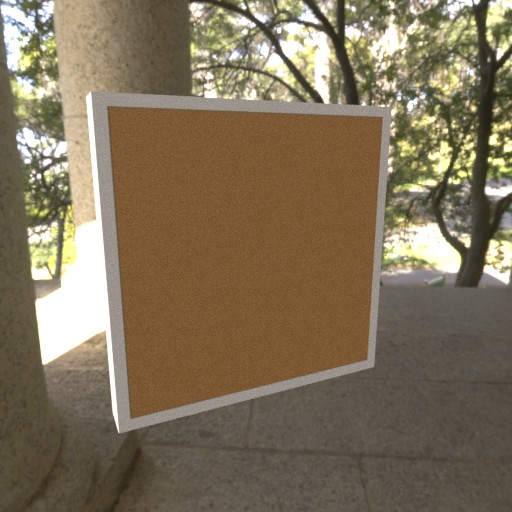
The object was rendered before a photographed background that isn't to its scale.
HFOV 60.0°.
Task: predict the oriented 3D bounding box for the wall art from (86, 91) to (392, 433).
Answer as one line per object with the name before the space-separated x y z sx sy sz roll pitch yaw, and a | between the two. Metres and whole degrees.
wall art | 0.000 0.000 0.462 0.305 0.305 0.038 -6 15 -25
